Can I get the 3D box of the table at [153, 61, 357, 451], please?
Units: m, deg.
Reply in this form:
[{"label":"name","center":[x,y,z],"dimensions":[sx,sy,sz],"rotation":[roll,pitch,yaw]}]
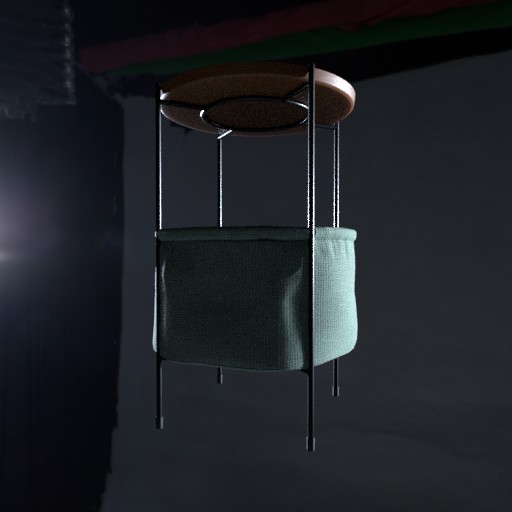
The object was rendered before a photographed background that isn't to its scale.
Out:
[{"label":"table","center":[0.000,0.000,0.891],"dimensions":[0.400,0.623,0.400],"rotation":[0,1,18]}]
